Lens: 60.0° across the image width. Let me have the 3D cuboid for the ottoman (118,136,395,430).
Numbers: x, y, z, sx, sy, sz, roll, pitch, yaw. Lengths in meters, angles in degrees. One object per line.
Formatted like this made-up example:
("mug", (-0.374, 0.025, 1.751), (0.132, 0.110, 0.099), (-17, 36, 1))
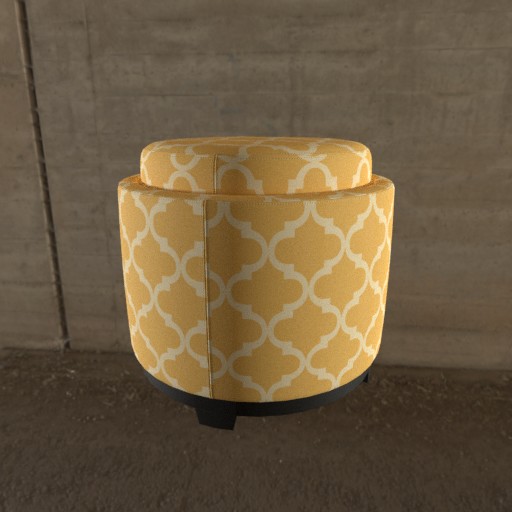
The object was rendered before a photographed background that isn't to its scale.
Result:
("ottoman", (0.000, 0.000, 0.831), (0.480, 0.429, 0.480), (0, 17, 0))
